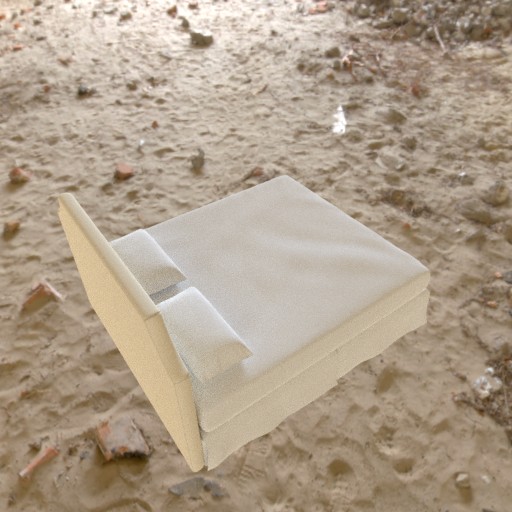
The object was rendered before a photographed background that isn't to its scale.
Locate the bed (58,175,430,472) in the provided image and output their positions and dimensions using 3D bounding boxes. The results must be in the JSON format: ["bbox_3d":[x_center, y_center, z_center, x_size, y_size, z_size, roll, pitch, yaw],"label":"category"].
[{"bbox_3d":[0.000,0.000,4.188,2.773,1.590,2.350,-26,47,-26],"label":"bed"}]
